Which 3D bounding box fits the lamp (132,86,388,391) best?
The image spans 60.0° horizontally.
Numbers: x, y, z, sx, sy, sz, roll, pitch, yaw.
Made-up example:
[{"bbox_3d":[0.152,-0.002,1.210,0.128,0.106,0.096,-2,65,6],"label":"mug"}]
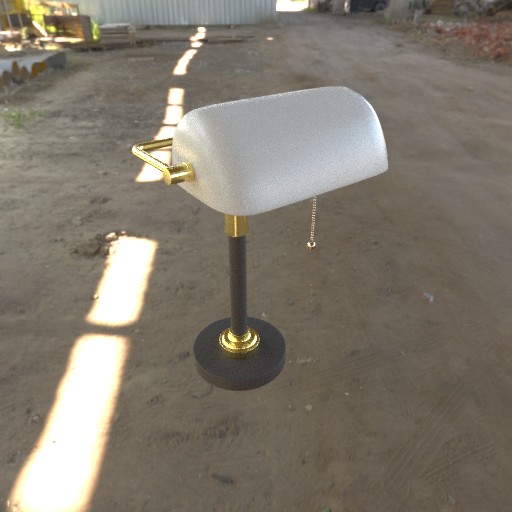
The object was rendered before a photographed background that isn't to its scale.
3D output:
[{"bbox_3d":[0.000,0.000,0.563,0.269,0.404,0.227,-21,37,-31],"label":"lamp"}]
